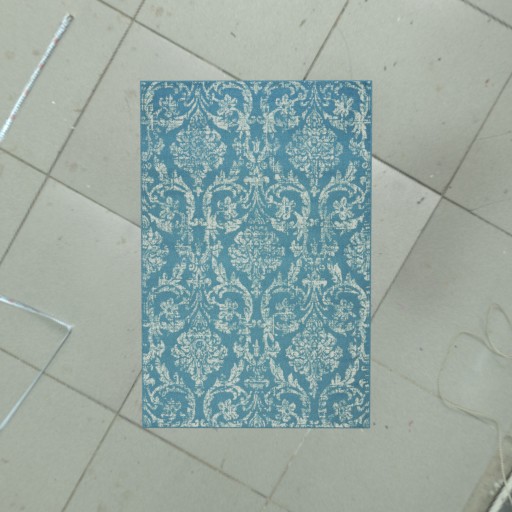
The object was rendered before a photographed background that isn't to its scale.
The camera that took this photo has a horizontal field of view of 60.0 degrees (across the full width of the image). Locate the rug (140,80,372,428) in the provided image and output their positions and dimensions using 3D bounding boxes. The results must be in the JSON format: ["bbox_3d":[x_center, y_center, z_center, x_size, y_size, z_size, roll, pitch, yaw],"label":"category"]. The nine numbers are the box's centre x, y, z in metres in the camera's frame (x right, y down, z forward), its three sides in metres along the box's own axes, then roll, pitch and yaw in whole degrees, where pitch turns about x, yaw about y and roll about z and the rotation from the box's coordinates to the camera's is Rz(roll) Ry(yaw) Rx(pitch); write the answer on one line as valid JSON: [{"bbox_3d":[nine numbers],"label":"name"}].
[{"bbox_3d":[0.000,0.000,3.499,1.816,0.018,2.746,0,91,0],"label":"rug"}]
